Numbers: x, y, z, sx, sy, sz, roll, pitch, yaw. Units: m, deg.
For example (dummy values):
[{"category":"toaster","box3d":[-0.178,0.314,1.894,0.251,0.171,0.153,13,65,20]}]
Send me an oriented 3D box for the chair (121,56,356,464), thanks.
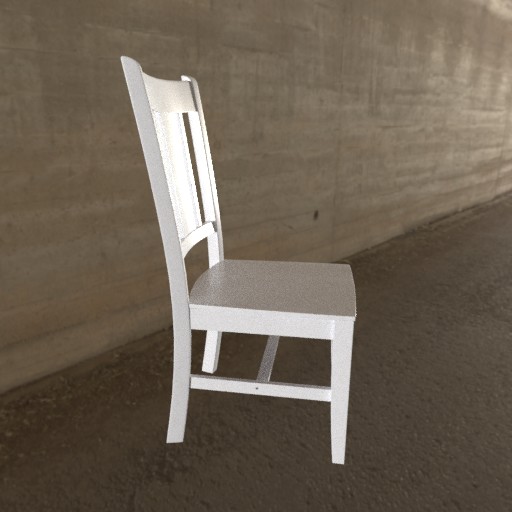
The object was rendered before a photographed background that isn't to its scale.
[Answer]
[{"category":"chair","box3d":[0.000,0.000,1.257,0.555,0.998,0.450,3,17,9]}]
